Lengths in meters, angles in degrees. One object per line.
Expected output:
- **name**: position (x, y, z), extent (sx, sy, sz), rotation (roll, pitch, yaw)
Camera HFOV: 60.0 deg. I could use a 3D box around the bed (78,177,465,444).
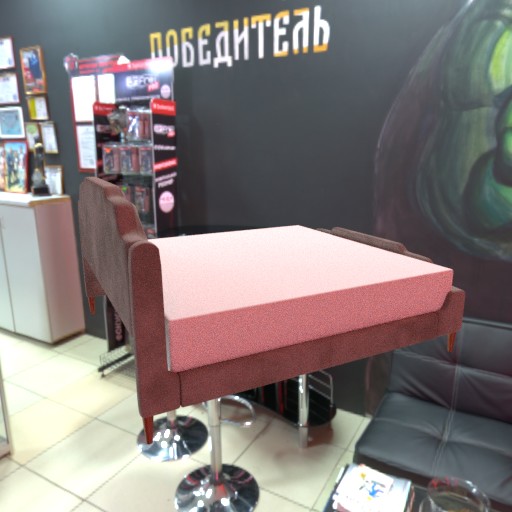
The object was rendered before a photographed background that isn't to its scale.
- **bed**: position (0.000, 0.000, 3.465), extent (2.340, 1.245, 2.074), rotation (-7, 16, -27)
